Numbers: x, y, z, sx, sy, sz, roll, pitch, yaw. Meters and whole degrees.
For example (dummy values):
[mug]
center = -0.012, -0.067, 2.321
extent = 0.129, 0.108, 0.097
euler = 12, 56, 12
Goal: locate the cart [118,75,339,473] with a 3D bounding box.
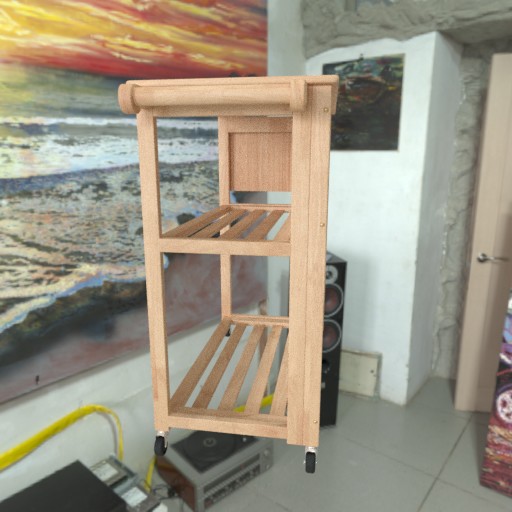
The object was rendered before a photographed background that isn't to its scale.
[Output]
[cart]
center = 0.000, 0.000, 1.300
extent = 0.432, 0.879, 0.853
euler = 2, 13, 9
